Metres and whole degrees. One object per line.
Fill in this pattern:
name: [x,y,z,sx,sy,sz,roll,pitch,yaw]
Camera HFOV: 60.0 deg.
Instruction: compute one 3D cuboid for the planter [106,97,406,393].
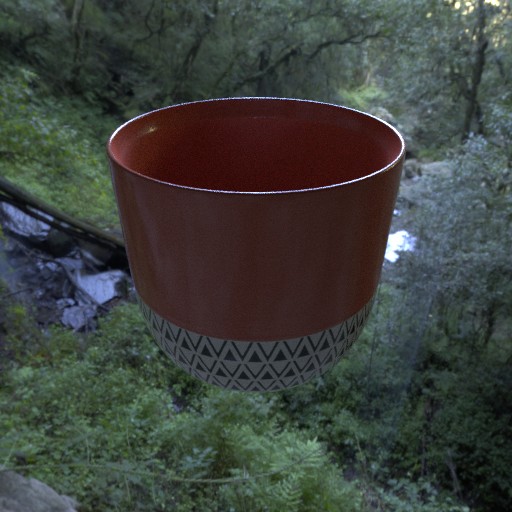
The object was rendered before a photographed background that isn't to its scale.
planter: [0.000,0.000,0.480,0.266,0.270,0.266,0,33,0]
